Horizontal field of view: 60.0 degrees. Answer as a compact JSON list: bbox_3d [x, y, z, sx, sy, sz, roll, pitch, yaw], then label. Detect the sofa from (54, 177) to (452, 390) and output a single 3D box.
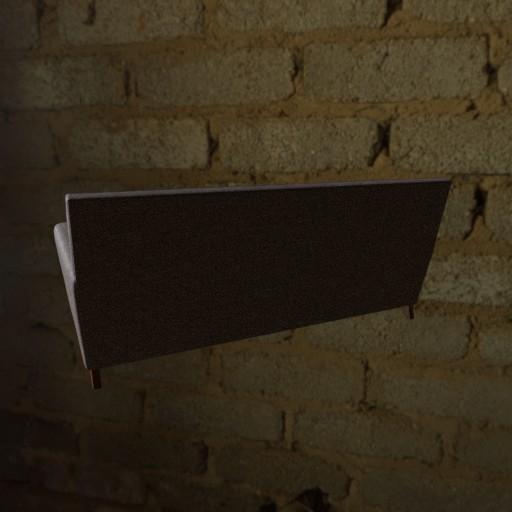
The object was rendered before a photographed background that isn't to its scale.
[{"bbox_3d":[0.000,0.000,2.439,1.976,0.846,0.875,-7,16,-25],"label":"sofa"}]
